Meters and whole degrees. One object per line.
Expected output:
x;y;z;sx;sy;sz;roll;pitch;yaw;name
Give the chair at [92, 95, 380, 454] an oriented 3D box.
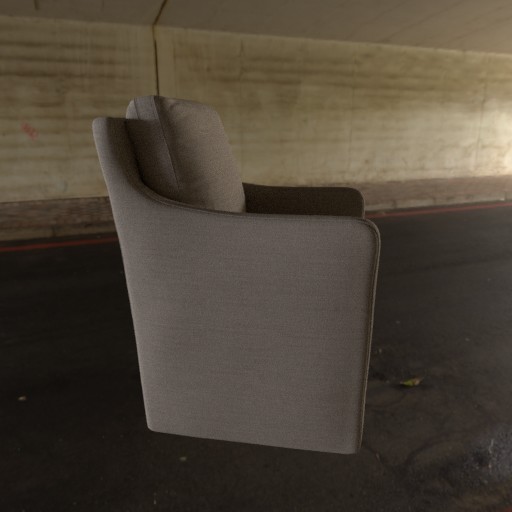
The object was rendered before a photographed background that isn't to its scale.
0.000;0.000;1.366;0.694;0.914;0.626;3;16;9;chair
